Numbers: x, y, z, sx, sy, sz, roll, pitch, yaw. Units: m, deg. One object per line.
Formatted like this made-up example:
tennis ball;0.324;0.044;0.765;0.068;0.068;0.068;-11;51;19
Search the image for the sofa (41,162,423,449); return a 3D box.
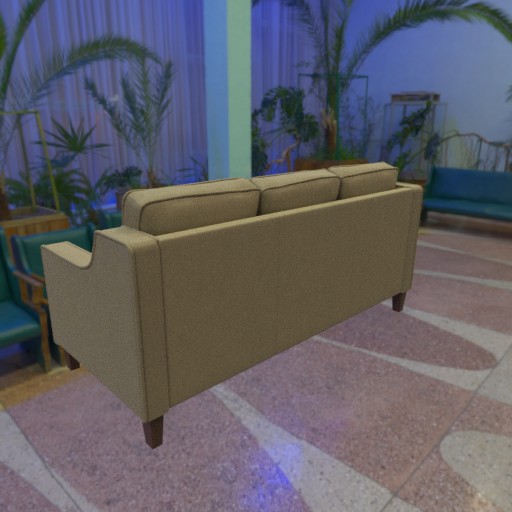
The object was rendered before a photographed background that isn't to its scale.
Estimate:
sofa;0.000;0.000;2.482;1.986;0.974;0.911;-15;23;-41
